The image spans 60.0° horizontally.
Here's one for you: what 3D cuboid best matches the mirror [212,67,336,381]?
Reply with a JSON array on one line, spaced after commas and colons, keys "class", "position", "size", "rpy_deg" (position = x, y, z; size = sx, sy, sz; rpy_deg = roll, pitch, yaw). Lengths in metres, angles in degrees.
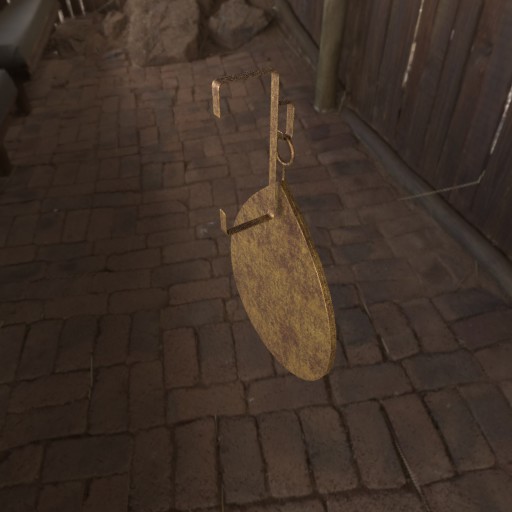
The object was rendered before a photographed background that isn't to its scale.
[{"class": "mirror", "position": [0.000, 0.000, 0.922], "size": [0.144, 0.744, 0.405], "rpy_deg": [-23, 46, -24]}]
